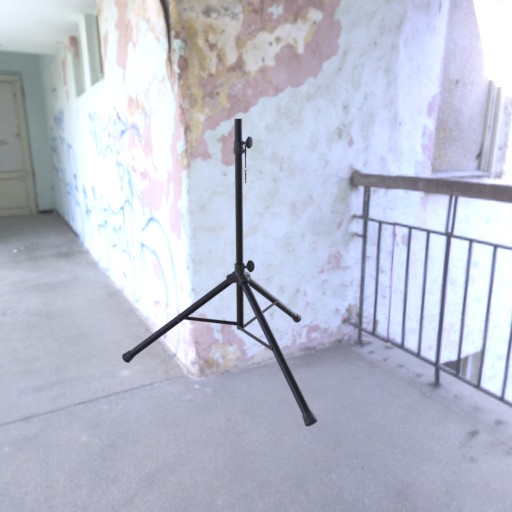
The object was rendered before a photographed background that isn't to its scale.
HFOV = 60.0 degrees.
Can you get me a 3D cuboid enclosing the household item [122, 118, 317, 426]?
[{"bbox_3d":[0.000,0.000,1.900,1.045,1.136,0.907,-8,17,-27],"label":"household item"}]
